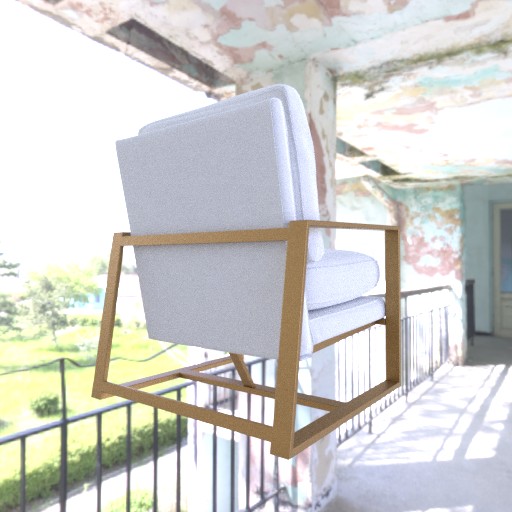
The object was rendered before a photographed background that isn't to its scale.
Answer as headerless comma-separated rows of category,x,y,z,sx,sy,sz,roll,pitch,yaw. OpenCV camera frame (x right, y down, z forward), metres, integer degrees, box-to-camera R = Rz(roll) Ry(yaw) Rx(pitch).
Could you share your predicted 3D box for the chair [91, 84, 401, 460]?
chair,0.000,0.000,1.603,0.805,0.966,0.813,-1,-1,37
